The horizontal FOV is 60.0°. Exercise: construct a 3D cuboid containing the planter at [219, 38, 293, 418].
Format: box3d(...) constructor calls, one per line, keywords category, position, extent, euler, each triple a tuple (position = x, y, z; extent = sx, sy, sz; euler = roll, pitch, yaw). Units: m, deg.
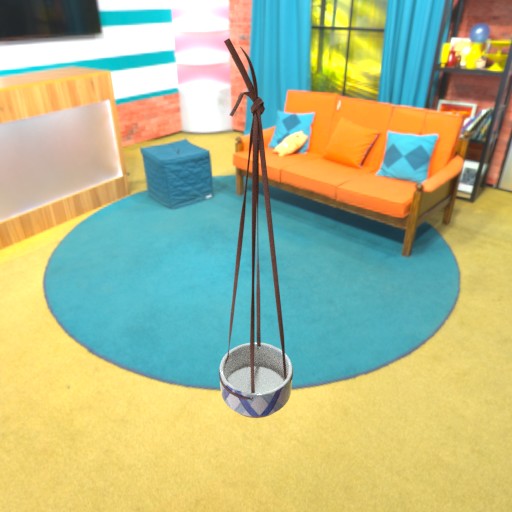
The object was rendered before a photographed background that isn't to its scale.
box3d(category="planter", position=(0.000, 0.000, 0.843), extent=(0.166, 0.751, 0.166), euler=(0, 31, -1))
